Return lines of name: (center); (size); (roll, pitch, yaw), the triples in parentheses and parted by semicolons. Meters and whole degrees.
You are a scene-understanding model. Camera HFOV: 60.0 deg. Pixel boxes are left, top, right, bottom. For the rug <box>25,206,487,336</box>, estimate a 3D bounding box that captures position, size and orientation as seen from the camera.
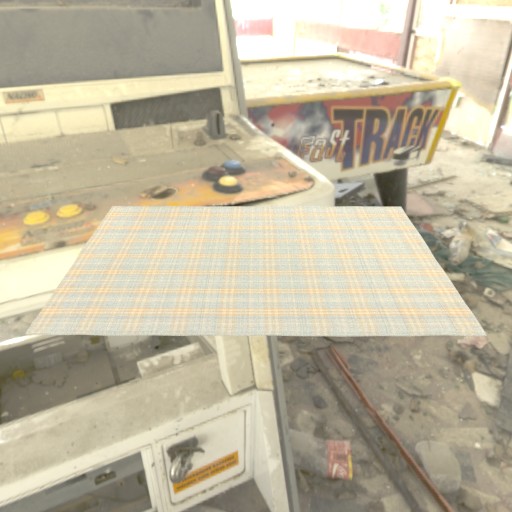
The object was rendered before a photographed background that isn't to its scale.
rug: (0.000, 0.000, 2.278); (1.835, 0.012, 1.231); (0, 31, 0)
